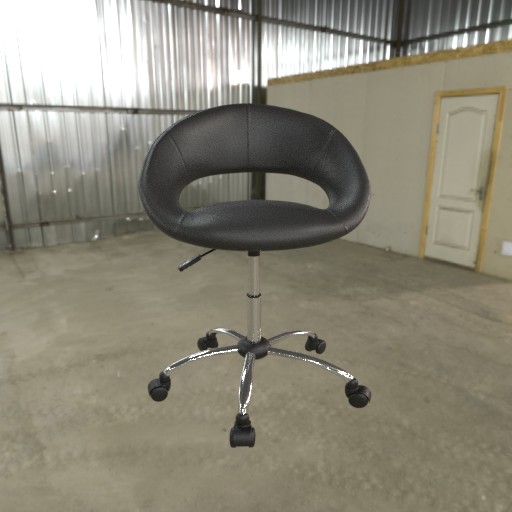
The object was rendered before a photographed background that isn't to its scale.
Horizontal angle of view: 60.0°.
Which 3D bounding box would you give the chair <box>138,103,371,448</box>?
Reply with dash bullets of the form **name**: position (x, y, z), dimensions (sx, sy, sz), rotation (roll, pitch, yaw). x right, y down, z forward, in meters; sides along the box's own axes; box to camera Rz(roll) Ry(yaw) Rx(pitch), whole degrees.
- **chair**: position (0.000, 0.000, 1.178), dimensions (0.612, 0.791, 0.538), rotation (-2, 16, -6)
